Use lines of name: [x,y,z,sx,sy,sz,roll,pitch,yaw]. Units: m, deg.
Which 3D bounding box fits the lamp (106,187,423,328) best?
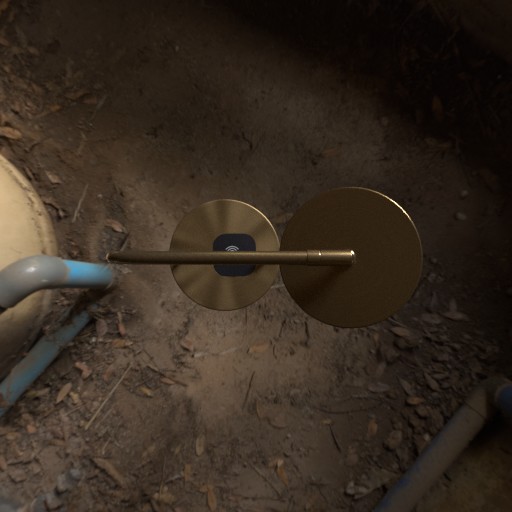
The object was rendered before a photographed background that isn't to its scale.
lamp: [0.000,0.000,0.511,0.270,0.380,0.171,0,90,1]
